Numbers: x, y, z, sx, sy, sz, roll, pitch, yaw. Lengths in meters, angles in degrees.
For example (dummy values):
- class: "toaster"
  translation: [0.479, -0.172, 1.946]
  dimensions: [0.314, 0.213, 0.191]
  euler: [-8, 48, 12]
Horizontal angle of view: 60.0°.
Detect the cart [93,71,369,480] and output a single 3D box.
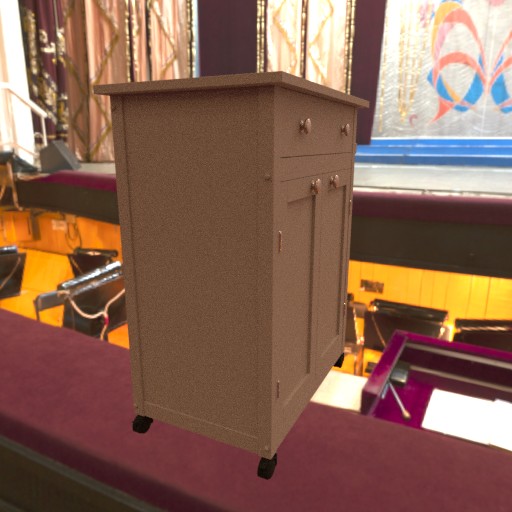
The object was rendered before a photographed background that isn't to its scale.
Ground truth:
- class: "cart"
  translation: [0.000, 0.000, 1.260]
  dimensions: [0.442, 0.864, 0.683]
  euler: [7, 16, 26]
